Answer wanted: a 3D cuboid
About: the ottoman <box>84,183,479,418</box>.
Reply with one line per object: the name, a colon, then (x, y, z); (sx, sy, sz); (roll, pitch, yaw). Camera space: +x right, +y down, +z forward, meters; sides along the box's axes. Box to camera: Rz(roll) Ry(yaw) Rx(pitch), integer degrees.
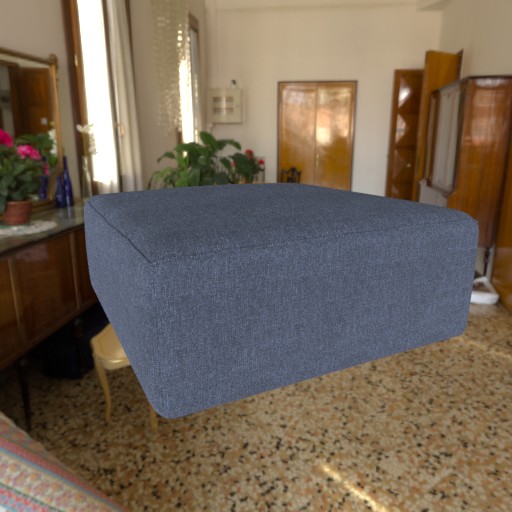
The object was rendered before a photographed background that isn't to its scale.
ottoman: (0.000, 0.000, 1.529); (1.000, 0.439, 1.000); (-8, 17, -26)
